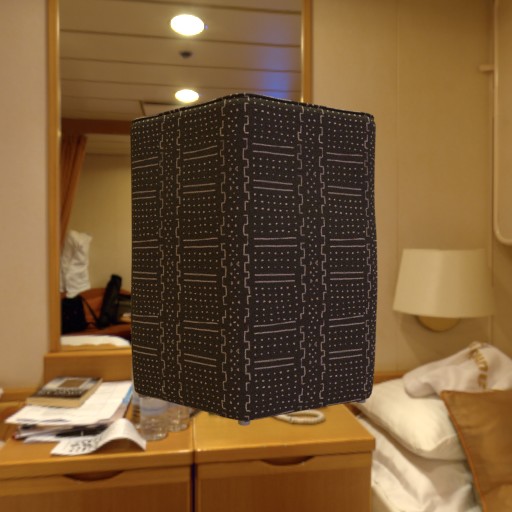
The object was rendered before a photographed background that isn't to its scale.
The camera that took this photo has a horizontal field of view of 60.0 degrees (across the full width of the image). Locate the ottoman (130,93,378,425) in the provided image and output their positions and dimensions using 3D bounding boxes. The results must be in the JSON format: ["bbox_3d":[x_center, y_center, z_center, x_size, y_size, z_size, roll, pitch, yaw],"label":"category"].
[{"bbox_3d":[0.000,0.000,0.892,0.494,0.502,0.443,0,1,34],"label":"ottoman"}]
